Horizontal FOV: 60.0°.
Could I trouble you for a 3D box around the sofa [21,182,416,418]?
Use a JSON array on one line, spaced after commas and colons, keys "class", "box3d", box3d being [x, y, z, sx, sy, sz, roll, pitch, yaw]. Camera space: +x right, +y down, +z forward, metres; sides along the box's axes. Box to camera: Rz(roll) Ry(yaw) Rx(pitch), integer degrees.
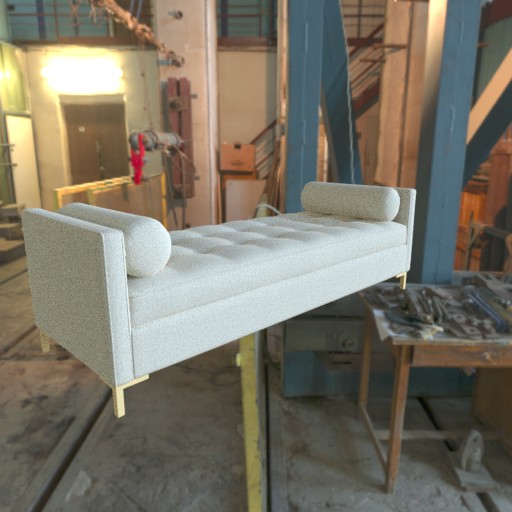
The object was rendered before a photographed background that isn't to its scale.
[{"class": "sofa", "box3d": [0.000, 0.000, 2.286, 1.985, 0.641, 0.746, -13, 19, -43]}]
